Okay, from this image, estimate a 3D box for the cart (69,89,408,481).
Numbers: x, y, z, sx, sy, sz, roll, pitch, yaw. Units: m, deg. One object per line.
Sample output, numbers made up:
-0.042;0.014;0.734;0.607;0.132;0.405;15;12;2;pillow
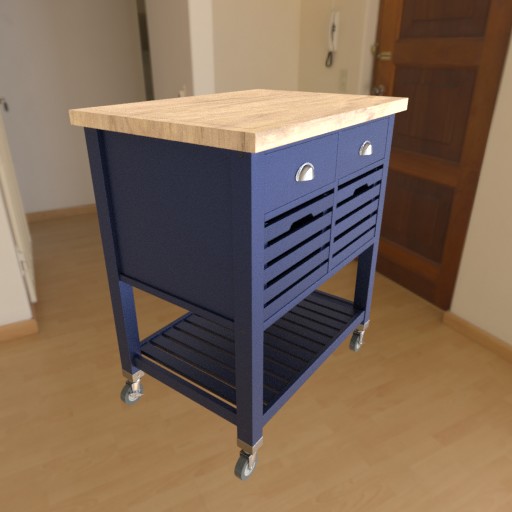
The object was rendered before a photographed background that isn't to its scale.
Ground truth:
0.000;0.000;1.406;0.567;0.920;0.797;17;30;32;cart
